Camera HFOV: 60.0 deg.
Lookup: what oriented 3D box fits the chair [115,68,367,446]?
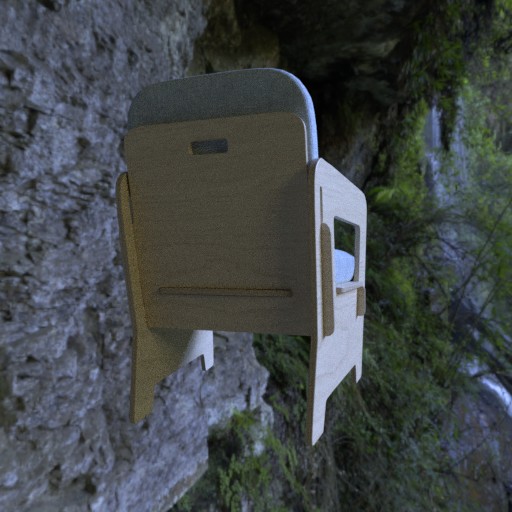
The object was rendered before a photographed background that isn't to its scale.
[{"bbox_3d":[0.000,0.000,1.280,0.590,0.800,0.710,0,0,18],"label":"chair"}]
